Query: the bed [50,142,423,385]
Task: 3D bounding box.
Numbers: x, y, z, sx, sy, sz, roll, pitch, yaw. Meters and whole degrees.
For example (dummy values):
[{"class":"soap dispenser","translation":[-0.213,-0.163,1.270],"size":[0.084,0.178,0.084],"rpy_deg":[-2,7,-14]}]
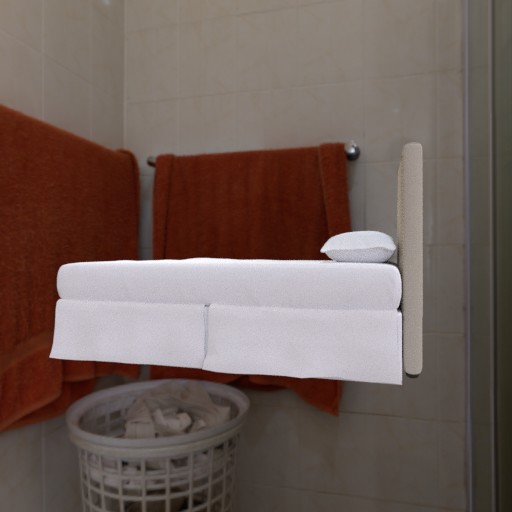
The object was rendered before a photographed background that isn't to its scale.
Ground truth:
[{"class":"bed","translation":[0.000,0.000,3.651],"size":[2.477,1.437,1.977],"rpy_deg":[0,0,17]}]
